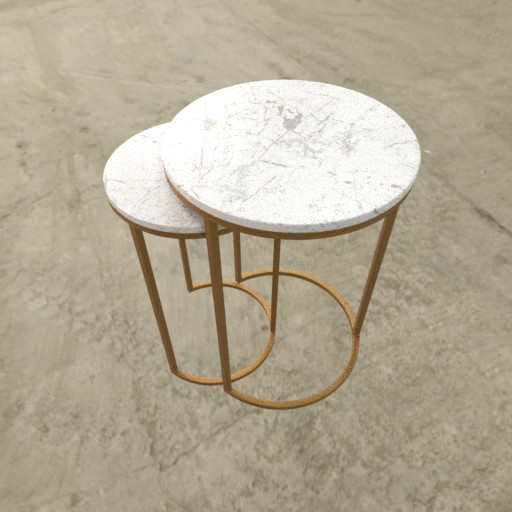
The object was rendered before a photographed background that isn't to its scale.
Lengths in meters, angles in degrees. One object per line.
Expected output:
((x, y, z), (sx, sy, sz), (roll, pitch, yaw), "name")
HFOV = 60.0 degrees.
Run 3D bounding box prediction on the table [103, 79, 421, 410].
((0.000, 0.000, 0.901), (0.507, 0.550, 0.400), (2, 47, 2), "table")
